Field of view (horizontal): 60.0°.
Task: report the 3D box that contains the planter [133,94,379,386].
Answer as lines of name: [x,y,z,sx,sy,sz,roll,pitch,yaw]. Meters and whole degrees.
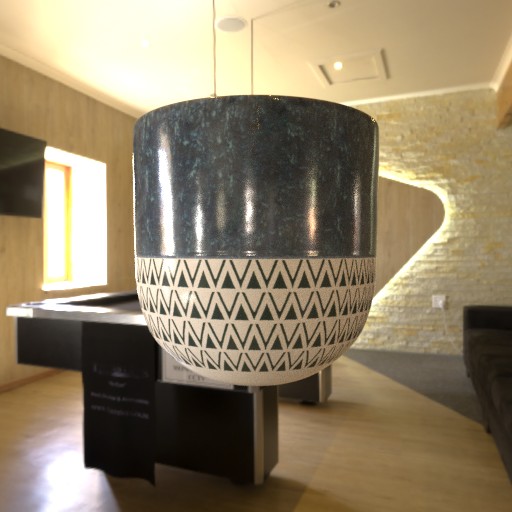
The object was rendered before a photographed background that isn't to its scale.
planter: [0.000,0.000,0.498,0.266,0.270,0.266,0,1,0]
